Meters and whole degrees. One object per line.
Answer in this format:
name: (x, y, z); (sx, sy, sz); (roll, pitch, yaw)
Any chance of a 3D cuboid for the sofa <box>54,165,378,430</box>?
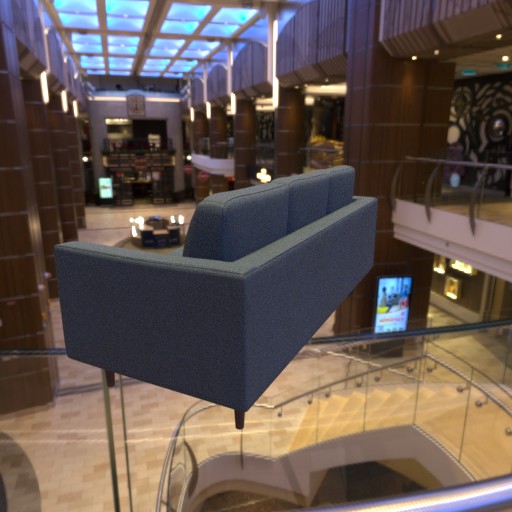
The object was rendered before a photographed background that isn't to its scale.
sofa: (0.000, 0.000, 2.548); (0.935, 0.945, 2.013); (8, 17, 26)
